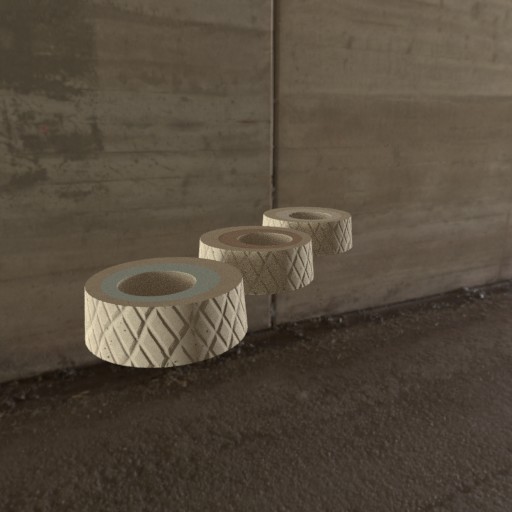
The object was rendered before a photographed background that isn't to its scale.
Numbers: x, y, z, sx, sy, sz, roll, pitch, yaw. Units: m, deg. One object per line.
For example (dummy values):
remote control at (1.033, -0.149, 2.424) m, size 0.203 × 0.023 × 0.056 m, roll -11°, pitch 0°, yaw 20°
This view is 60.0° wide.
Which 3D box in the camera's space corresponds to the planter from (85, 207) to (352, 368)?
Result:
planter at (0.000, 0.000, 0.433) m, size 0.114 × 0.038 × 0.390 m, roll 8°, pitch 18°, yaw 26°
